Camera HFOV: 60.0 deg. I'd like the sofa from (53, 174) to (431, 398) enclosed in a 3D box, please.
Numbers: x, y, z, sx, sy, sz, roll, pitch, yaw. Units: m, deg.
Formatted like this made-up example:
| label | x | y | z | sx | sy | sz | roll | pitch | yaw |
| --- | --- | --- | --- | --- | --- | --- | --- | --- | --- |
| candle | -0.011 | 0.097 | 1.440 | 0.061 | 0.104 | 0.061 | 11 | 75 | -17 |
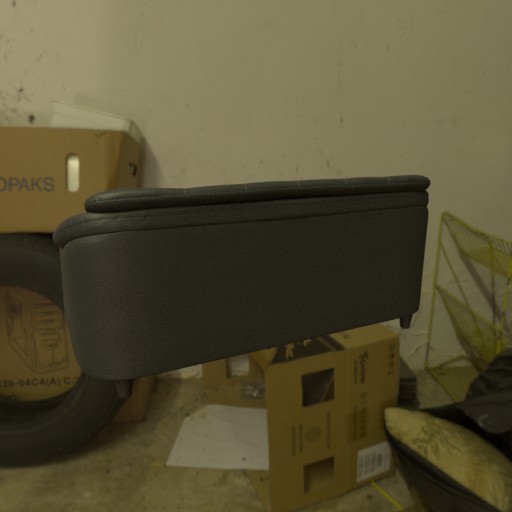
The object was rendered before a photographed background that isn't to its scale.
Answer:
| label | x | y | z | sx | sy | sz | roll | pitch | yaw |
| --- | --- | --- | --- | --- | --- | --- | --- | --- | --- |
| sofa | 0.000 | 0.000 | 2.228 | 1.829 | 0.811 | 0.800 | -7 | 16 | -26 |
